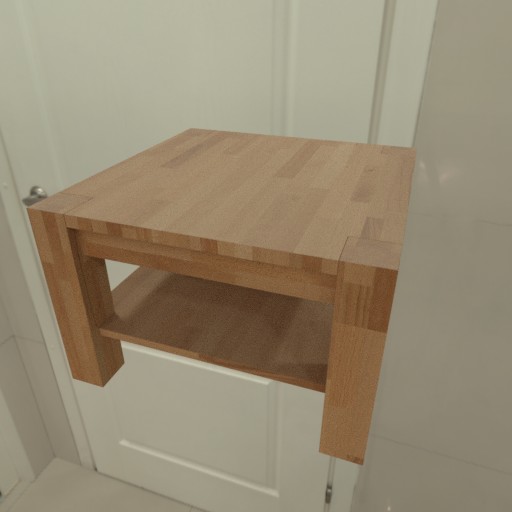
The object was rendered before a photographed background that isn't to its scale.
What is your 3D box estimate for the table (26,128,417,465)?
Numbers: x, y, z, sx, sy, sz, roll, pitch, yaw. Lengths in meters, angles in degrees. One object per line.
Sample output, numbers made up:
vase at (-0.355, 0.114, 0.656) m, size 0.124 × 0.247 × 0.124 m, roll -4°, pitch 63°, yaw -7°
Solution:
table at (0.000, 0.000, 1.156) m, size 0.700 × 0.451 × 0.700 m, roll 10°, pitch 31°, yaw 17°
